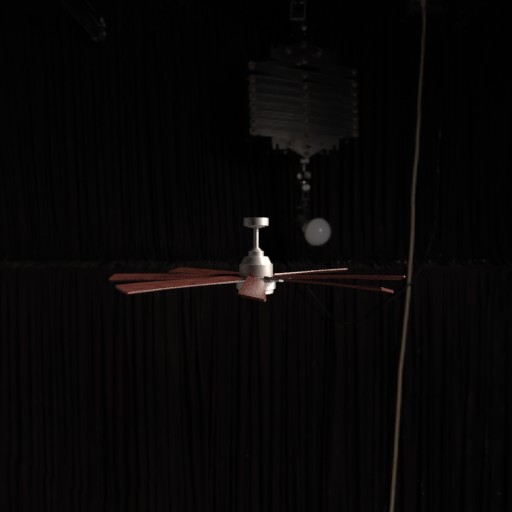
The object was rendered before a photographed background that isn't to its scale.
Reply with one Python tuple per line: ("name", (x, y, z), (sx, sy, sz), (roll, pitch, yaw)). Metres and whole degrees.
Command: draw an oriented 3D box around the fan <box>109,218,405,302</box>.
("fan", (0.000, 0.000, 2.779), (1.830, 0.472, 1.830), (0, 2, 1))
